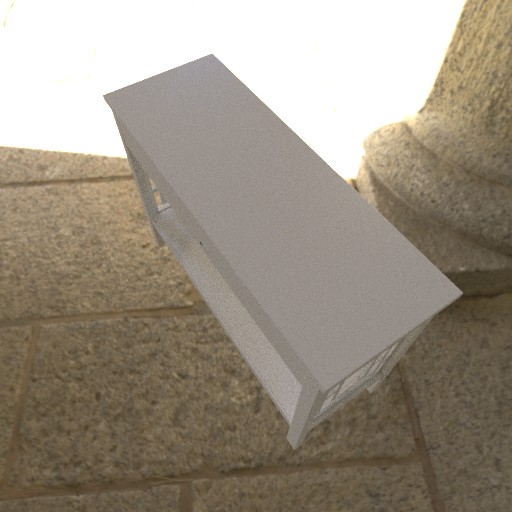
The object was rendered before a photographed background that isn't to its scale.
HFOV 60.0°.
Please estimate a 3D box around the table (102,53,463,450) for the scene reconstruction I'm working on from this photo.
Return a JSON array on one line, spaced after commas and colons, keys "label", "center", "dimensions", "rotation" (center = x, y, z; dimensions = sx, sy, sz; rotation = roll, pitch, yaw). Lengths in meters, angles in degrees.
[{"label": "table", "center": [0.000, 0.000, 1.467], "dimensions": [0.397, 0.753, 1.068], "rotation": [-29, 62, -18]}]
